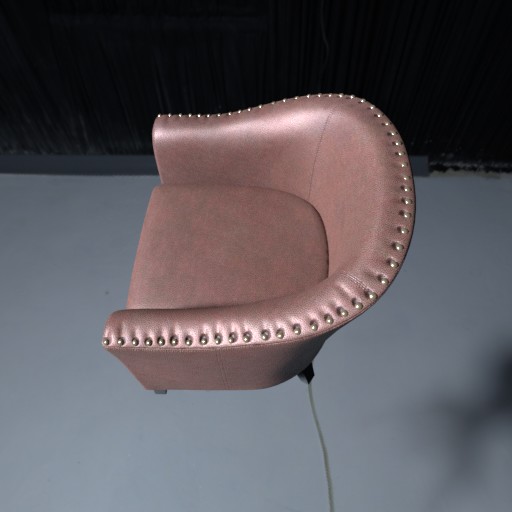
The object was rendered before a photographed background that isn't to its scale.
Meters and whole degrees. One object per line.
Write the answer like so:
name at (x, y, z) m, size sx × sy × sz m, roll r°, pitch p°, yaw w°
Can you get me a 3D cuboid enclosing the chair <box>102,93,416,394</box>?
chair at (0.000, 0.000, 1.399) m, size 0.748 × 0.823 × 0.794 m, roll 2°, pitch 58°, yaw 1°
